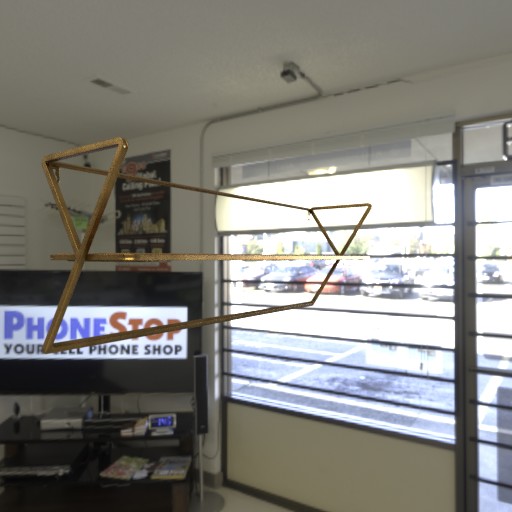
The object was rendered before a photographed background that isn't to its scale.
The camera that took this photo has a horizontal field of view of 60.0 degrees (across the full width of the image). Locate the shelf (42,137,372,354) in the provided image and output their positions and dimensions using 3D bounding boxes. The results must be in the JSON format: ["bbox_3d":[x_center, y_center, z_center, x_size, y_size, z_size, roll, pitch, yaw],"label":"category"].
[{"bbox_3d":[0.000,0.000,0.732,0.150,0.229,0.645,0,0,36],"label":"shelf"}]
